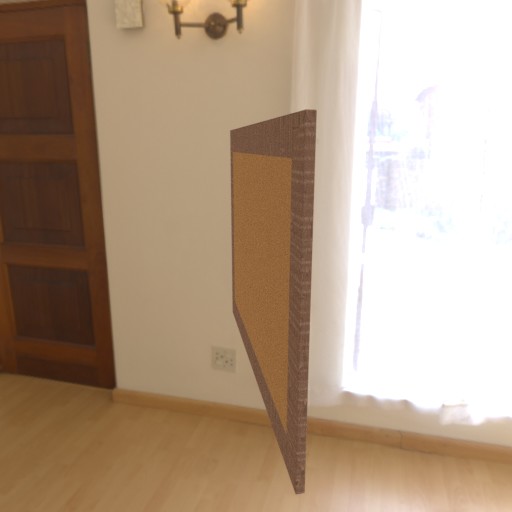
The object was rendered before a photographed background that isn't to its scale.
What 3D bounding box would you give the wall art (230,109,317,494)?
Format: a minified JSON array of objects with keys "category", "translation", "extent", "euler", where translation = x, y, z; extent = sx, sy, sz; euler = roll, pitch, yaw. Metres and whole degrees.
[{"category":"wall art","translation":[0.000,0.000,1.333],"extent":[0.020,0.761,1.056],"euler":[-2,14,-10]}]
